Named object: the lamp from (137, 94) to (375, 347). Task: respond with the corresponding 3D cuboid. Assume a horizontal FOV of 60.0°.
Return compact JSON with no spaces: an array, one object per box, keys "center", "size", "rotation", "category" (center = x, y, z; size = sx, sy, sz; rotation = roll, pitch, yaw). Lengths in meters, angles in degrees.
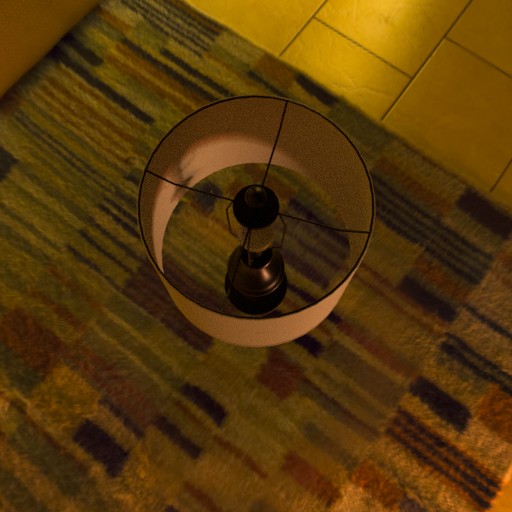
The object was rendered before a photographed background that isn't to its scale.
[{"center":[0.000,0.000,0.943],"size":[0.383,0.726,0.383],"rotation":[0,77,0],"category":"lamp"}]
